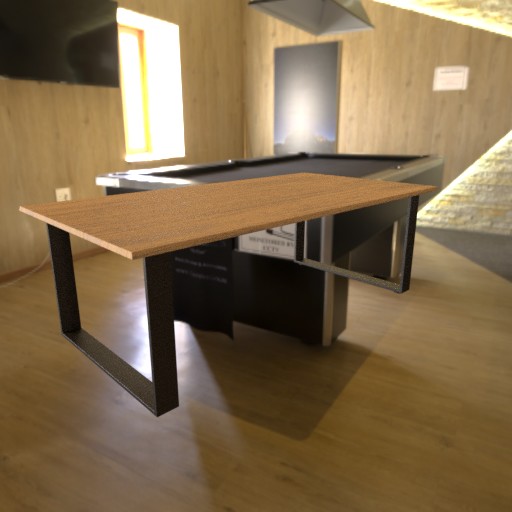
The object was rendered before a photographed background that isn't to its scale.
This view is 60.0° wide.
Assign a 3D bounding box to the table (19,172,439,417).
[{"bbox_3d":[0.000,0.000,1.609,1.331,0.445,0.693,-16,23,-41],"label":"table"}]
